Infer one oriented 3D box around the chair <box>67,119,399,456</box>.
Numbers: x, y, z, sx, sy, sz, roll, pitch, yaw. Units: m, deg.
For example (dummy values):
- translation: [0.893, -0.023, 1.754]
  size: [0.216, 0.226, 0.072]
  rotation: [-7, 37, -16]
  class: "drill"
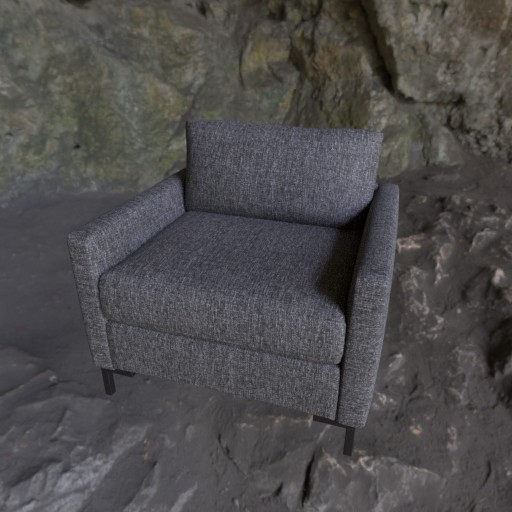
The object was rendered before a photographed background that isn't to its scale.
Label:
- translation: [0.000, 0.000, 1.624]
  size: [0.963, 0.861, 0.866]
  rotation: [8, 27, 16]
  class: "chair"
